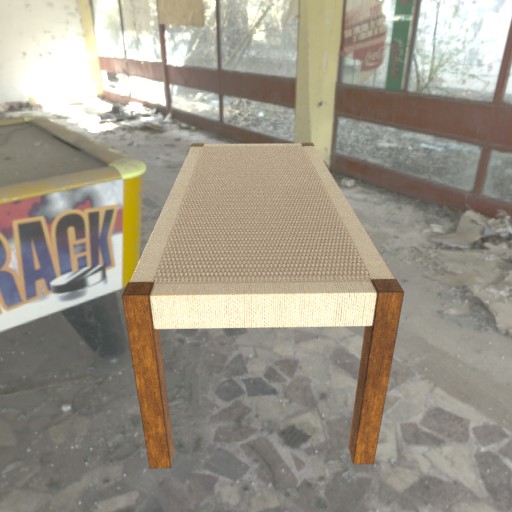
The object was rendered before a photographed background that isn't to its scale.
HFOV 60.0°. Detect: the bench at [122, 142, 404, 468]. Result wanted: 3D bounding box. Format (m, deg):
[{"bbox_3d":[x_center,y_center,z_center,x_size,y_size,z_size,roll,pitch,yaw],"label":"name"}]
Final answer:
[{"bbox_3d":[0.000,0.000,1.430,0.507,0.457,1.198,-1,27,-1],"label":"bench"}]
